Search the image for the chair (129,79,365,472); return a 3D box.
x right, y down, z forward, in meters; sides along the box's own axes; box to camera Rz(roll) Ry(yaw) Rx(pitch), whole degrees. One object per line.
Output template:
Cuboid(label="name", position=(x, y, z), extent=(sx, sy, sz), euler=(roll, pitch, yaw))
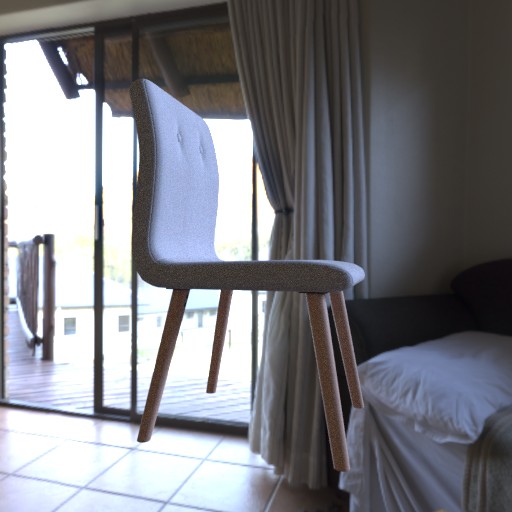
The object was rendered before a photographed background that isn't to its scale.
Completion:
Cuboid(label="chair", position=(0.000, 0.000, 1.192), extent=(0.550, 0.885, 0.435), euler=(0, 0, 18))
